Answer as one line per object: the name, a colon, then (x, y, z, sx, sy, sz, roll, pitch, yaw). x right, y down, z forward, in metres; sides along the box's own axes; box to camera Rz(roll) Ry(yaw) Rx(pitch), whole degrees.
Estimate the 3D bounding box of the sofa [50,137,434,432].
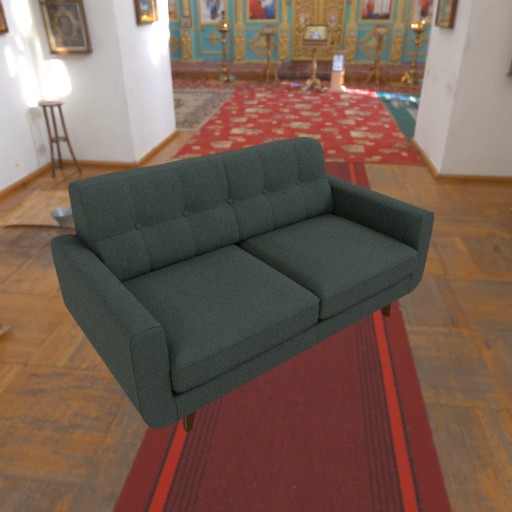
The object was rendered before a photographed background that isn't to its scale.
sofa: (0.000, 0.000, 2.152, 1.631, 0.841, 0.909, -20, 34, -33)
